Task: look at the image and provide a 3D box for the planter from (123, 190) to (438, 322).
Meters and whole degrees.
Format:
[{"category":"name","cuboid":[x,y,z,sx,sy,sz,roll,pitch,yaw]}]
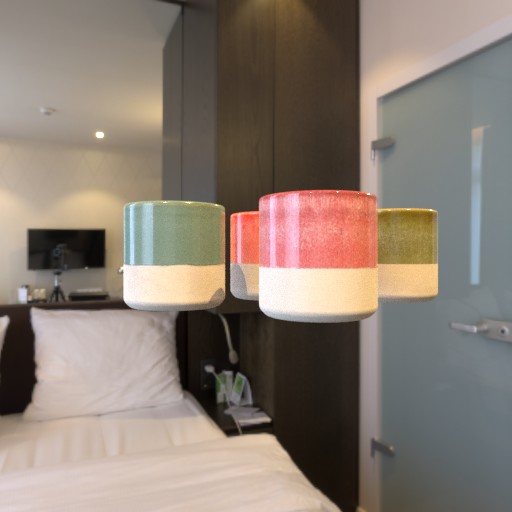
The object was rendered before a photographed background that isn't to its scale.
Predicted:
[{"category":"planter","cuboid":[0.000,0.000,0.403,0.286,0.075,0.257,0,0,36]}]
